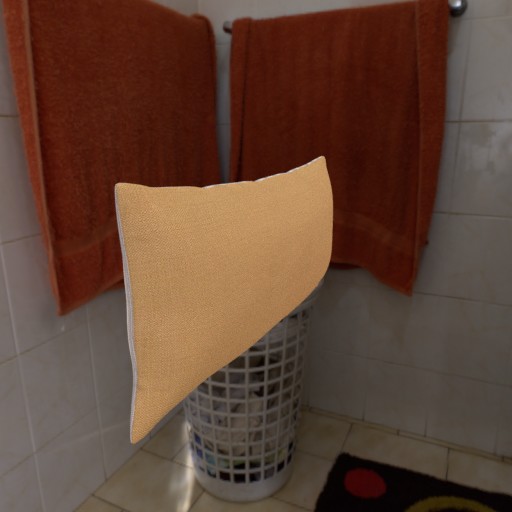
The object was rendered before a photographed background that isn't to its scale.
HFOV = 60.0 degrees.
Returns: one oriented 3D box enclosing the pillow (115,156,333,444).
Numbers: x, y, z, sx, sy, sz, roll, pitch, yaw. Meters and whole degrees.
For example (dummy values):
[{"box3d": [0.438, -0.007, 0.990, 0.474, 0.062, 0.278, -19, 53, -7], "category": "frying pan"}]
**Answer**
[{"box3d": [0.000, 0.000, 0.720, 0.151, 0.291, 0.608, 8, 17, 26], "category": "pillow"}]
